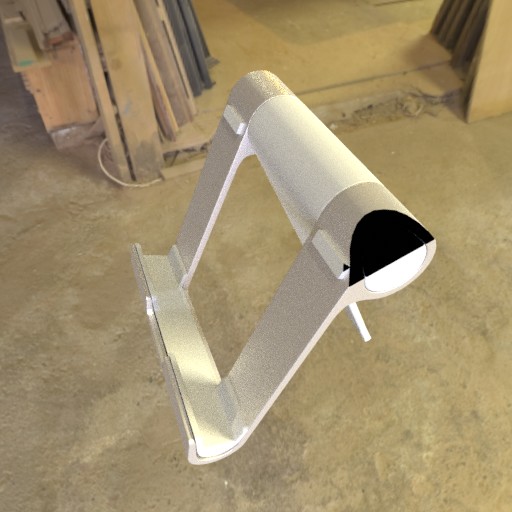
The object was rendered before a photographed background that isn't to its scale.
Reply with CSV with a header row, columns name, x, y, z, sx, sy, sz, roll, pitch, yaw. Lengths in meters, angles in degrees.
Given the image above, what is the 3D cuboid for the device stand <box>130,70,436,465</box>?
name,x,y,z,sx,sy,sz,roll,pitch,yaw
device stand,0.000,0.000,0.148,0.079,0.084,0.086,-16,49,-15
